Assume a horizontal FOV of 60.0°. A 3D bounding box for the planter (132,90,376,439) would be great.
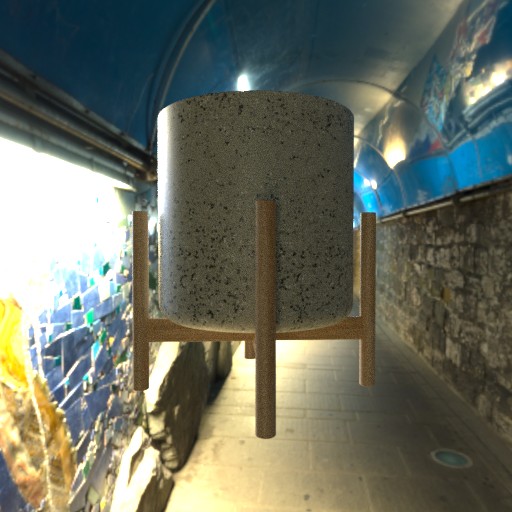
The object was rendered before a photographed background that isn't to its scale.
[{"bbox_3d":[0.000,0.000,0.706,0.360,0.419,0.360,0,1,19],"label":"planter"}]
